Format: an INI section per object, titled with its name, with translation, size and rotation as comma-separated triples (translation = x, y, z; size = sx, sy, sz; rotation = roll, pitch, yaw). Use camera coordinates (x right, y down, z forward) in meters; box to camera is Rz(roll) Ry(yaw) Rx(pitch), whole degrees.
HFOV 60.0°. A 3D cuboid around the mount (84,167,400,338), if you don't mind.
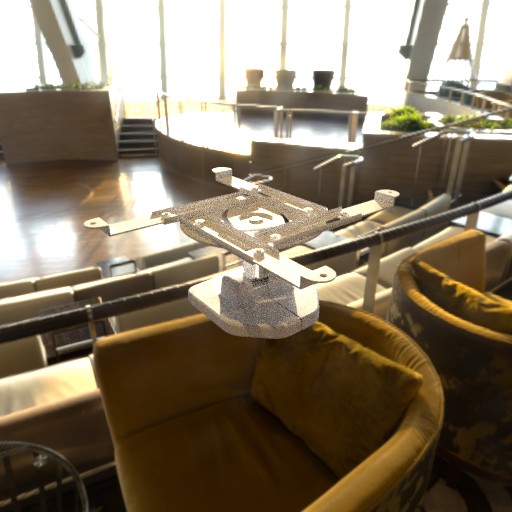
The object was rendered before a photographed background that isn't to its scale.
[mount]
translation = 0.000, 0.000, 0.601
size = 0.394, 0.141, 0.394
rotation = -19, 31, -34
